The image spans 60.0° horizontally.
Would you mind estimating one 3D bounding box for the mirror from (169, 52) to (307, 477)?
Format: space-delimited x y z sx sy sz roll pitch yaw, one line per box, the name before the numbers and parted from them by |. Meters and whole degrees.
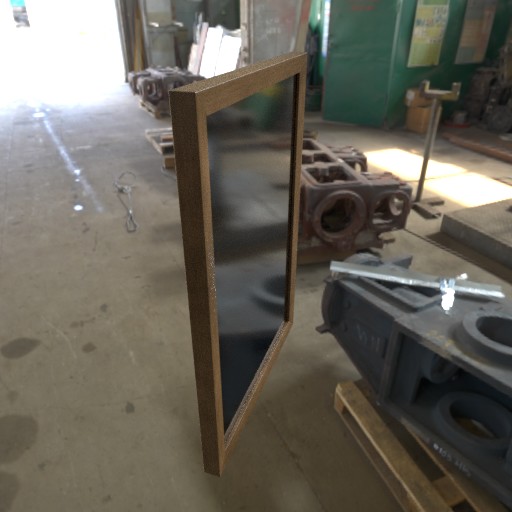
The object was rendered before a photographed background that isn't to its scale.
mirror | 0.000 0.000 0.896 0.040 0.710 0.507 10 31 18
